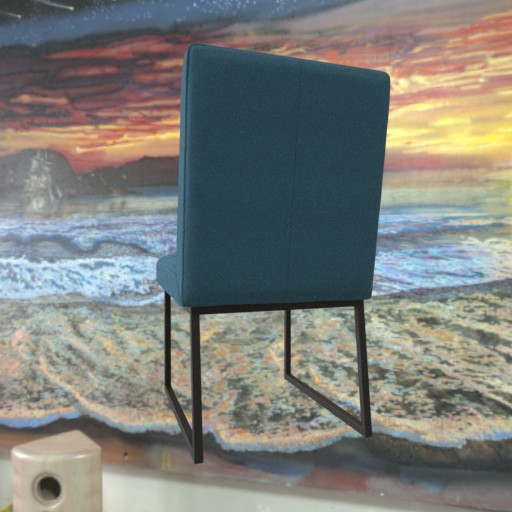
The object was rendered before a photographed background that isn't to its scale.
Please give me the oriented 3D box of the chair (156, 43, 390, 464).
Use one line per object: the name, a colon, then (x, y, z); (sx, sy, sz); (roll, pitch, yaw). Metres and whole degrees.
chair: (0.000, 0.000, 1.306); (0.520, 0.930, 0.634); (0, 1, -19)
